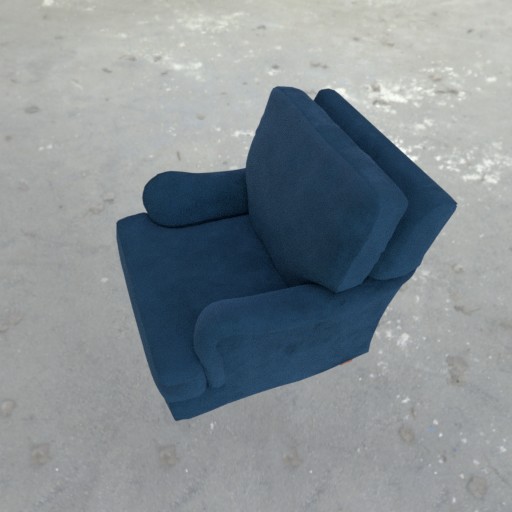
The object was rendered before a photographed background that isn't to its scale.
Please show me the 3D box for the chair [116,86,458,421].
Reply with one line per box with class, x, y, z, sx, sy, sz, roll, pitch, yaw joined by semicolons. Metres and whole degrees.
chair;0.000;0.000;1.865;1.078;1.076;0.895;-17;50;-15
